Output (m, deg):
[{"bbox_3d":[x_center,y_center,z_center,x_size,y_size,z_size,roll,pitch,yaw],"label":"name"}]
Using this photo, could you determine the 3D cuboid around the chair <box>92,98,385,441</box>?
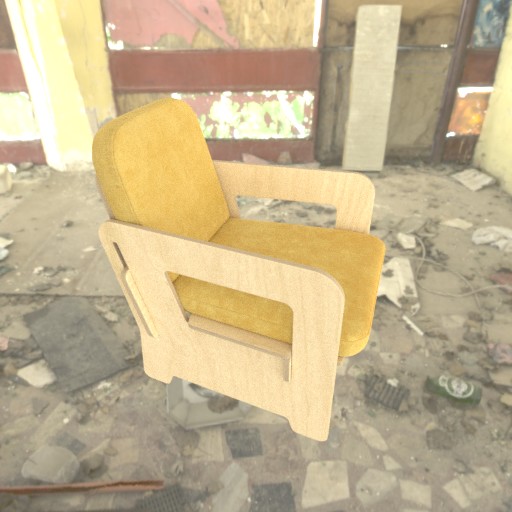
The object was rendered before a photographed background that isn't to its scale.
[{"bbox_3d":[0.000,0.000,1.296,0.710,0.800,0.590,10,33,16],"label":"chair"}]
